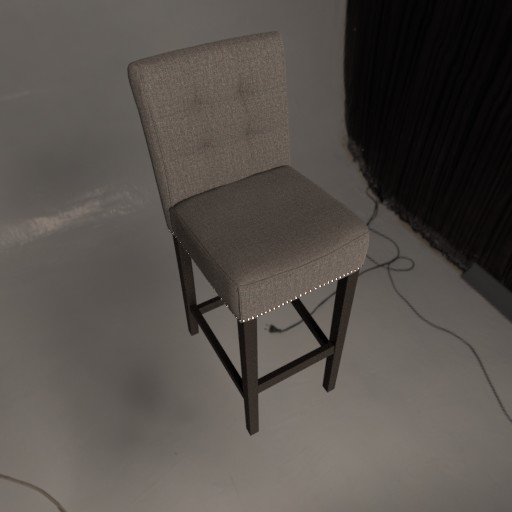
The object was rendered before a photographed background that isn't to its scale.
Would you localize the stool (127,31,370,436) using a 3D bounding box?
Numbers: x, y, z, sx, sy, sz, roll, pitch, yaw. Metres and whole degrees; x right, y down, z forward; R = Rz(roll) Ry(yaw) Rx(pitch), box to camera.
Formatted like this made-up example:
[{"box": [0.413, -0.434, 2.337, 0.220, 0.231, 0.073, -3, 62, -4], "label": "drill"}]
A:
[{"box": [0.000, 0.000, 1.305, 0.411, 1.047, 0.548, -22, 50, -20], "label": "stool"}]
